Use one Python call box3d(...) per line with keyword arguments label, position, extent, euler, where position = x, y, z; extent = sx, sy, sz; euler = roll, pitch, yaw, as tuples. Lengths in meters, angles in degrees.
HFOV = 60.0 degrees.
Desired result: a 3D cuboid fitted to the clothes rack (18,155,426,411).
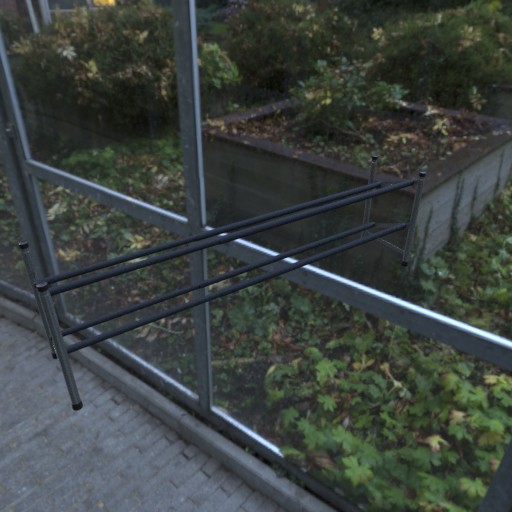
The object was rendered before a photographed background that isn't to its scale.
box3d(label="clothes rack", position=(0.000, 0.000, 1.301), extent=(1.168, 0.349, 0.229), euler=(-19, 35, -29))
